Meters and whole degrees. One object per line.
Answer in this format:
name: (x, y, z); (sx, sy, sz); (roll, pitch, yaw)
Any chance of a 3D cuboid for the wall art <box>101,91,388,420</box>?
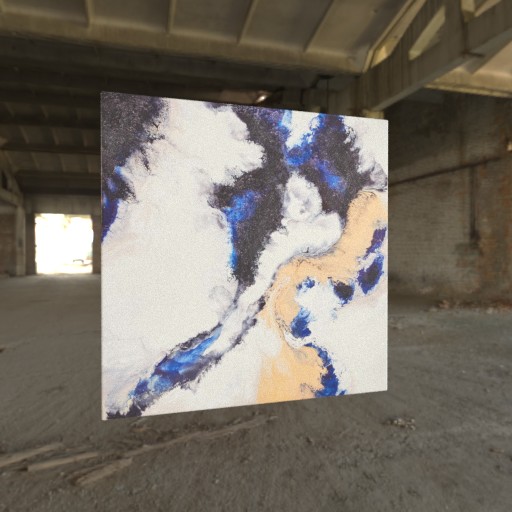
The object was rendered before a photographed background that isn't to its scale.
wall art: (0.000, 0.000, 0.924); (0.609, 0.609, 0.039); (0, 1, -17)
